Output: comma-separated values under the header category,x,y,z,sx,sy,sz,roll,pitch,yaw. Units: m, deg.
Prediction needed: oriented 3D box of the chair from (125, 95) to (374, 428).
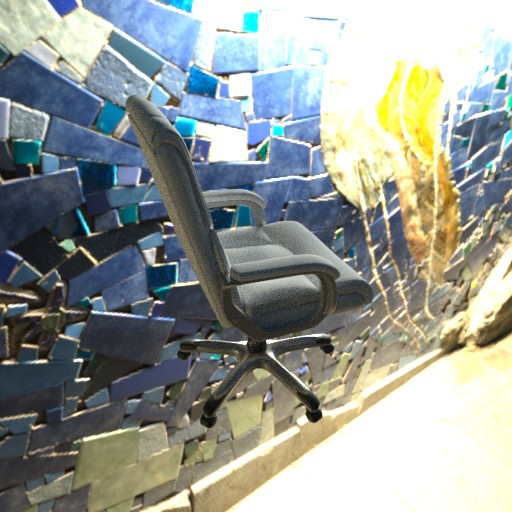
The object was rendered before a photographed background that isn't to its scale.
category,x,y,z,sx,sy,sz,roll,pitch,yaw
chair,0.000,0.000,1.608,0.738,1.120,0.687,-11,31,-19
